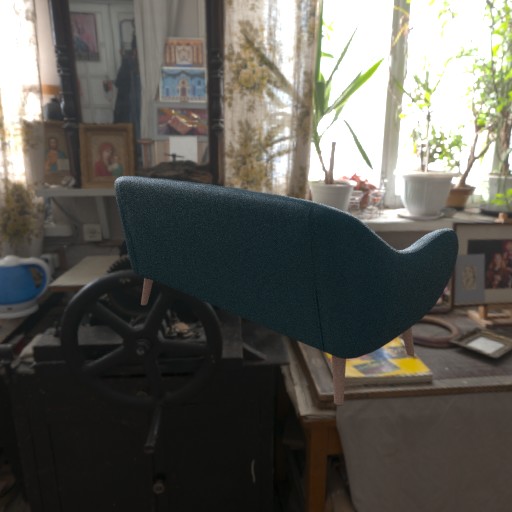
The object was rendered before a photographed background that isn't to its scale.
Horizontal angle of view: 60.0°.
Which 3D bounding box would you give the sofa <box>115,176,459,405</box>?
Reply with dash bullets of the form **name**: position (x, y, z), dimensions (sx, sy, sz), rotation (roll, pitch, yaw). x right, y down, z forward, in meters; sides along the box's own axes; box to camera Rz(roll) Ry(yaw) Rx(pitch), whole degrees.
- **sofa**: position (0.000, 0.000, 2.383), dimensions (0.820, 0.836, 1.840), rotation (-15, 21, -42)
